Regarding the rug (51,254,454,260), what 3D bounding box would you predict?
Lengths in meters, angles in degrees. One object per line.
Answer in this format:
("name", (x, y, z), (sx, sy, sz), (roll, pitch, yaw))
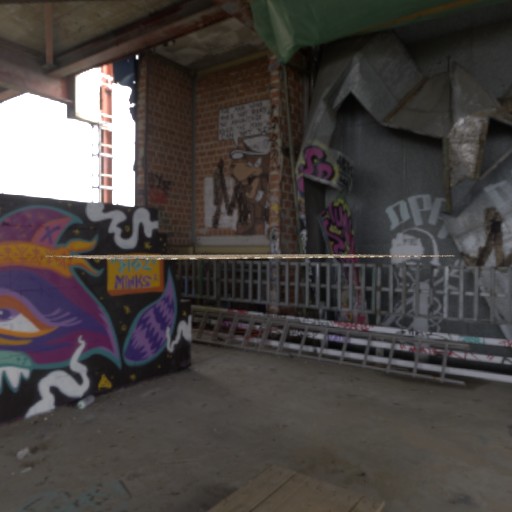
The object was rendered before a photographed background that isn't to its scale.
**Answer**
("rug", (0.000, 0.000, 3.067), (2.438, 0.008, 1.524), (0, 1, -35))
